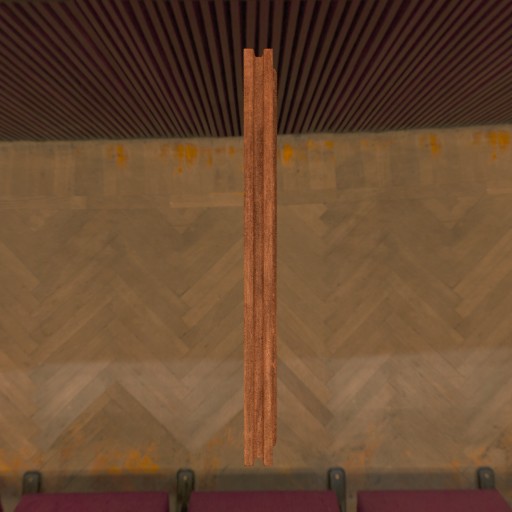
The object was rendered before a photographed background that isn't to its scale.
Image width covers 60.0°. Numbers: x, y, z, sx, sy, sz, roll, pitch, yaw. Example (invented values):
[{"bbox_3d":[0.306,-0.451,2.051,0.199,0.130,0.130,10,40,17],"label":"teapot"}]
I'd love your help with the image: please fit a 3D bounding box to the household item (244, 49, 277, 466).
[{"bbox_3d":[0.000,0.000,0.315,0.018,0.237,0.186,0,91,0],"label":"household item"}]
